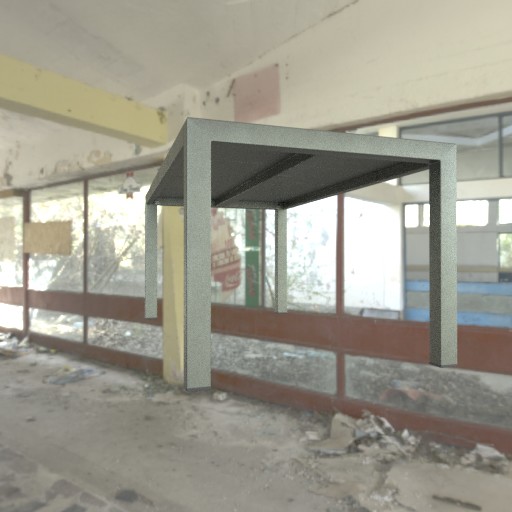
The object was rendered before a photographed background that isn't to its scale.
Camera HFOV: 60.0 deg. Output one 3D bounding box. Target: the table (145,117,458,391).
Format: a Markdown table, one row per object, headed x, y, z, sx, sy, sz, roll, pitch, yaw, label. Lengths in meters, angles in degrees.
| x | y | z | sx | sy | sz | roll | pitch | yaw | label |
| --- | --- | --- | --- | --- | --- | --- | --- | --- | --- |
| 0.000 | 0.000 | 1.284 | 0.559 | 0.460 | 0.965 | 0 | 0 | -18 | table |
